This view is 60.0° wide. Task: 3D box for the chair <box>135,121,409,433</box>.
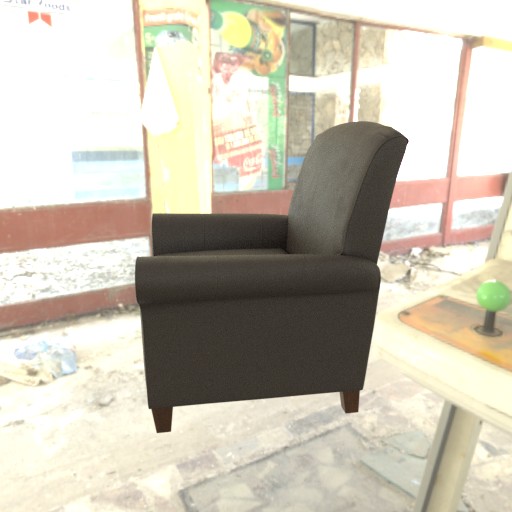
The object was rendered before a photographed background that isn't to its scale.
[{"bbox_3d":[0.000,0.000,1.818,0.902,1.061,0.978,-2,15,-9],"label":"chair"}]
